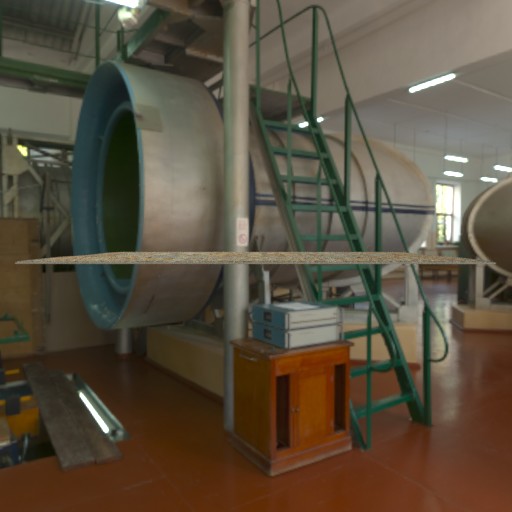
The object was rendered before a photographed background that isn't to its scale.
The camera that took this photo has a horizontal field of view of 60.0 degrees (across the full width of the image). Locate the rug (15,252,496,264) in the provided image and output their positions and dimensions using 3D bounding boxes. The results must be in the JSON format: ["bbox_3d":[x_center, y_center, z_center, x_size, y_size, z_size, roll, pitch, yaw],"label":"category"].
[{"bbox_3d":[0.000,0.000,3.890,3.063,0.024,2.158,0,2,1],"label":"rug"}]
